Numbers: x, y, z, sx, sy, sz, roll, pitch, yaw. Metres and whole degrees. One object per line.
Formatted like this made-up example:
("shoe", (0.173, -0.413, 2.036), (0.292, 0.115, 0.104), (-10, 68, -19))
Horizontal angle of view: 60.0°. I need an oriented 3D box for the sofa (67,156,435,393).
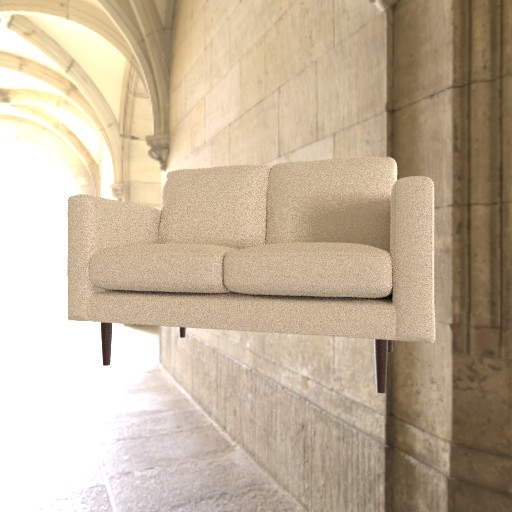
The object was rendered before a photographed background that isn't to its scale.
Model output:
("sofa", (0.000, 0.000, 1.949), (1.430, 0.908, 0.796), (0, 0, 19))
